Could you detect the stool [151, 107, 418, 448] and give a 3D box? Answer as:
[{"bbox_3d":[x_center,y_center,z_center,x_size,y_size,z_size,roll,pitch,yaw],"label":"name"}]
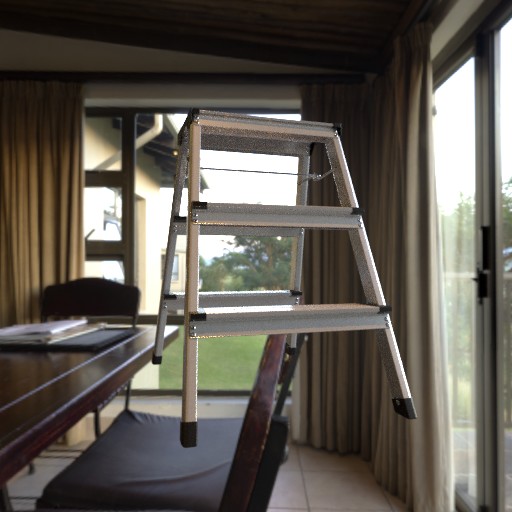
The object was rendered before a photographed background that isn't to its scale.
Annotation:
[{"bbox_3d":[0.000,0.000,1.052,0.437,0.605,0.622,0,-1,-18],"label":"stool"}]
